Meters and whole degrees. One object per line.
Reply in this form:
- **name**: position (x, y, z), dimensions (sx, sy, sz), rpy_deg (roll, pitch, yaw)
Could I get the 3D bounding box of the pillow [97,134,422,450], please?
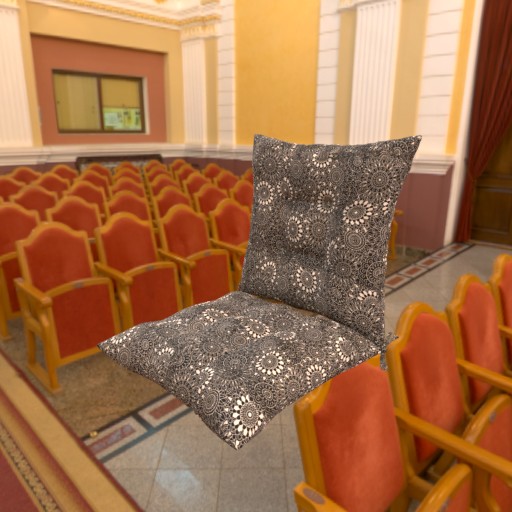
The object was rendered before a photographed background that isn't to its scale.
- **pillow**: position (0.000, 0.000, 1.020), dimensions (0.585, 0.536, 0.541), rpy_deg (-16, 22, -42)
